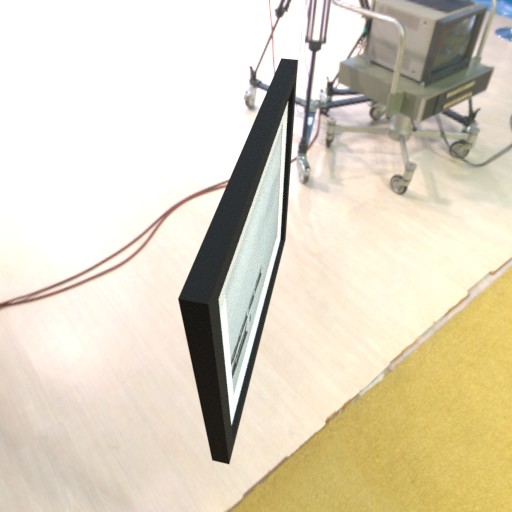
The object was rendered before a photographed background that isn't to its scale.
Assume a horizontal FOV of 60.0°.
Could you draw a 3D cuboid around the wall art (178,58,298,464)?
[{"bbox_3d":[0.000,0.000,0.775,0.030,0.454,0.554,9,48,9],"label":"wall art"}]
